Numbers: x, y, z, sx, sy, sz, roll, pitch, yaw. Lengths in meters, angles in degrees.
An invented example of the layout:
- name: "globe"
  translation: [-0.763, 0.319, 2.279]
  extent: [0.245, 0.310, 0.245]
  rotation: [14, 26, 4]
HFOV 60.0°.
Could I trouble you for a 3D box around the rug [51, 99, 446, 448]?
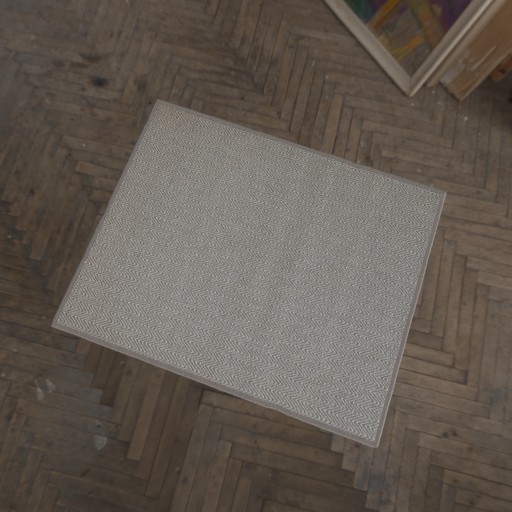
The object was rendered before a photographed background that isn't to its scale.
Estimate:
- name: "rug"
  translation: [0.000, 0.000, 4.084]
  extent: [3.007, 0.032, 2.434]
  rotation: [19, 76, 5]
